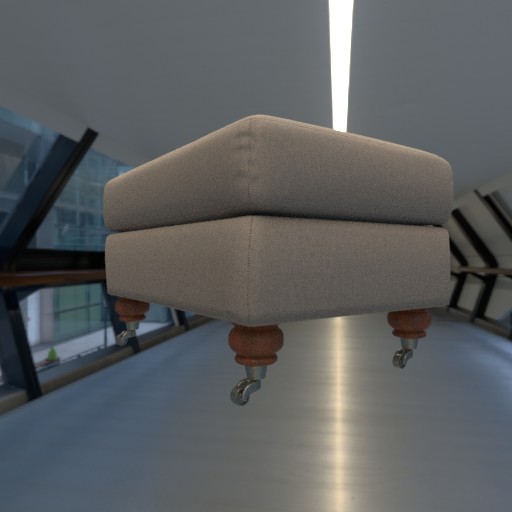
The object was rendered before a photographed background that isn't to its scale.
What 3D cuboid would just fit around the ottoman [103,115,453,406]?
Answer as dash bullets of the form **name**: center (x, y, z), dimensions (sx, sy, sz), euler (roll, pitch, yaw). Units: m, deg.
- **ottoman**: center (0.000, 0.000, 1.121), dimensions (0.574, 0.497, 0.773), euler (0, 0, -35)
